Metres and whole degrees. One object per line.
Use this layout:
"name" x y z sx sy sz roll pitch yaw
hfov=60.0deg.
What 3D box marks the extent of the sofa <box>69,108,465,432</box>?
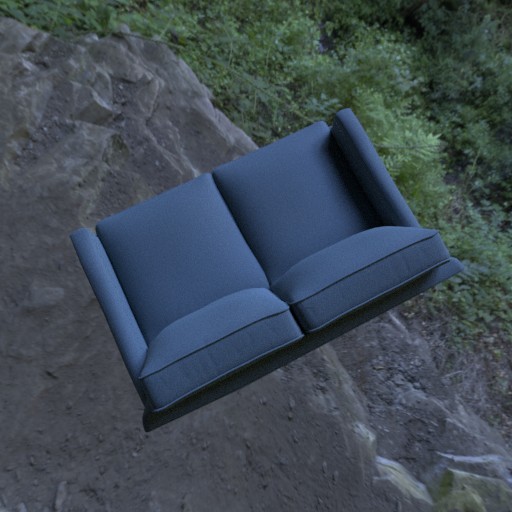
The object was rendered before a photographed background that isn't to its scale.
"sofa" 0.000 0.000 2.282 1.597 1.003 1.084 -26 78 -6
